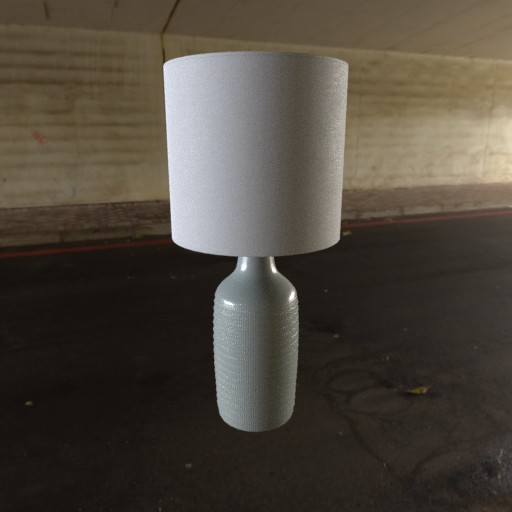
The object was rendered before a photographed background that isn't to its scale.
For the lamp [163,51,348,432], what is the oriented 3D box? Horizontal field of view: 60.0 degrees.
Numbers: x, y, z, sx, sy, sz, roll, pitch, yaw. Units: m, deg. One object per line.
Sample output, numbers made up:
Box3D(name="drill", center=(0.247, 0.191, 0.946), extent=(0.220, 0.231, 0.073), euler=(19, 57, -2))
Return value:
Box3D(name="lamp", center=(0.000, 0.000, 0.601), extent=(0.220, 0.475, 0.220), euler=(3, 15, 10))
